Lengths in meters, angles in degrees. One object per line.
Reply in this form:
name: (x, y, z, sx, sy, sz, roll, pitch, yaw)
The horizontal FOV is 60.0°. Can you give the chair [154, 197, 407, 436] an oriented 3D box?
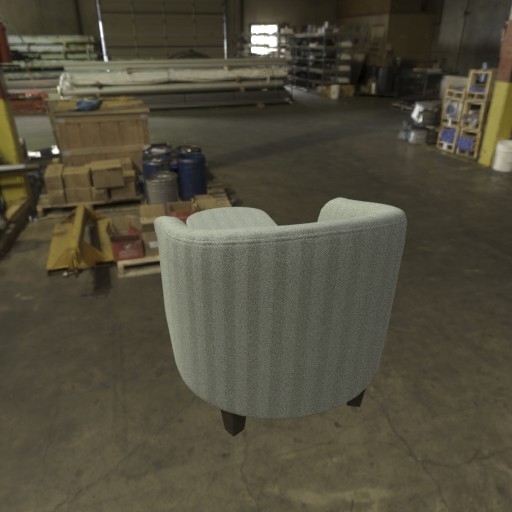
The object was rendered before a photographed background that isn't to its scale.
chair: (0.000, 0.000, 1.754, 0.756, 0.757, 1.288, -7, 27, -15)
